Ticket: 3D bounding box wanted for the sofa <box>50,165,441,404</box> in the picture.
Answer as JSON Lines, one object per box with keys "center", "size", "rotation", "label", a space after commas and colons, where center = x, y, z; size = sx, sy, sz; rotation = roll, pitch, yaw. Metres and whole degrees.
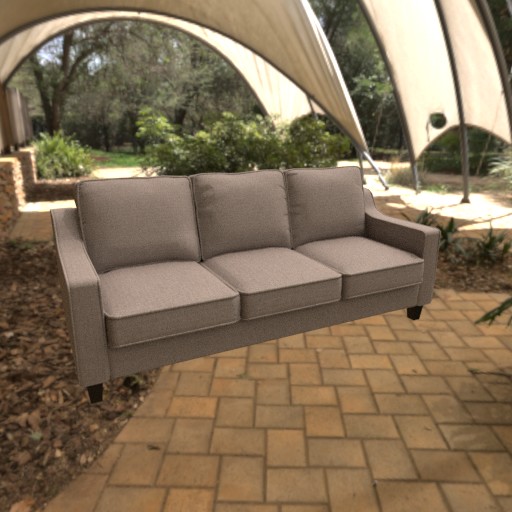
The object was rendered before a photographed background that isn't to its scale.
{"center": [0.000, 0.000, 2.629], "size": [2.129, 0.950, 0.899], "rotation": [-8, 19, -26], "label": "sofa"}
